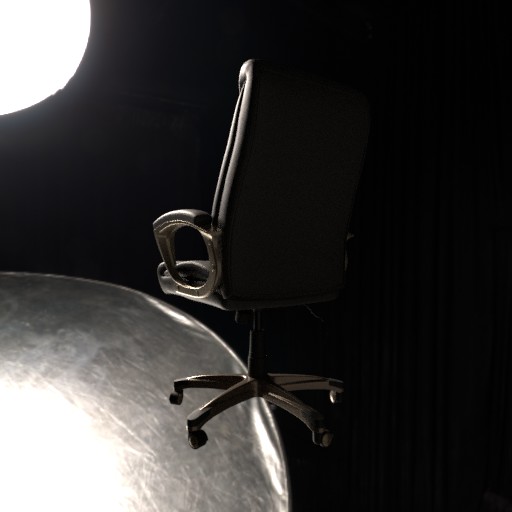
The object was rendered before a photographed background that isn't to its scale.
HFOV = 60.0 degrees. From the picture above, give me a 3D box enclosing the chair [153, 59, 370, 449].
[{"bbox_3d":[0.000,0.000,1.672,0.694,1.188,0.748,-1,2,-36],"label":"chair"}]
